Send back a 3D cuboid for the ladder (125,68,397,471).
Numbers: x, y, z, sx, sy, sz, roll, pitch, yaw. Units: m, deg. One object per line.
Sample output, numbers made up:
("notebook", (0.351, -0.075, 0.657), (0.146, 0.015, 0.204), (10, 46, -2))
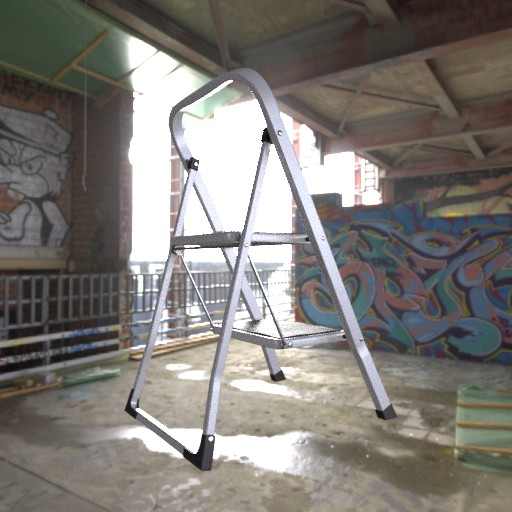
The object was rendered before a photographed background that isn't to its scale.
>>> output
("ladder", (0.000, 0.000, 1.143), (0.544, 0.810, 0.460), (1, -1, -36))
